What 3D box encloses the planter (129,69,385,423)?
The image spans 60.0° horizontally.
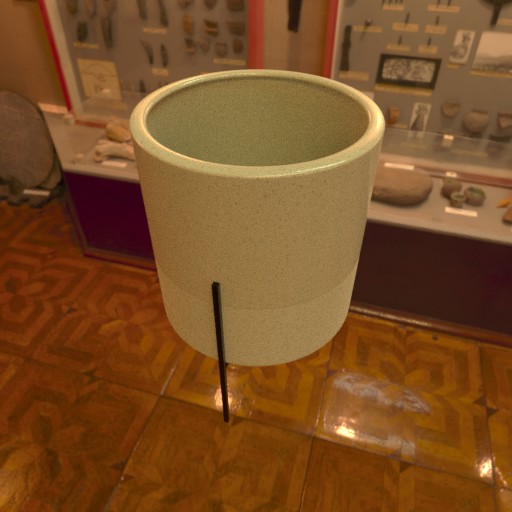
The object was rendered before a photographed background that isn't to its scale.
[{"bbox_3d":[0.000,0.000,0.705,0.314,0.475,0.323,12,42,14],"label":"planter"}]
